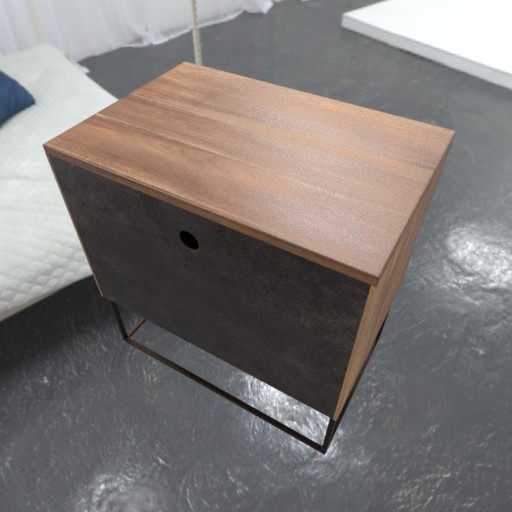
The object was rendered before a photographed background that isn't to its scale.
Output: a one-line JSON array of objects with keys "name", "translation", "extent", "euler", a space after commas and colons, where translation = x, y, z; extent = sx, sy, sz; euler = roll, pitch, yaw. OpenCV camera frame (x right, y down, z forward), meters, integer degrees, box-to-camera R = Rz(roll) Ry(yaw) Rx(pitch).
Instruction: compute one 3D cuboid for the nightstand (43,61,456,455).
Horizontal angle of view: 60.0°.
[{"name": "nightstand", "translation": [0.000, 0.000, 1.002], "extent": [0.605, 0.611, 0.427], "euler": [23, 50, 21]}]
